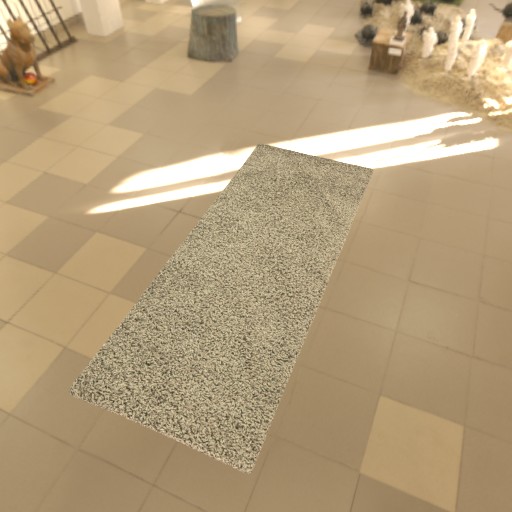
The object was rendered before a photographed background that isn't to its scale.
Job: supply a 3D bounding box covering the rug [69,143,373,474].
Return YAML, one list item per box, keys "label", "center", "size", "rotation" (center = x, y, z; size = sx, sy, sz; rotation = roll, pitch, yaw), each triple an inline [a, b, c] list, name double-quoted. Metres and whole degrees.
- label: "rug"
  center: [0.000, 0.000, 1.761]
  size: [0.609, 0.030, 1.524]
  rotation: [17, 48, 16]
